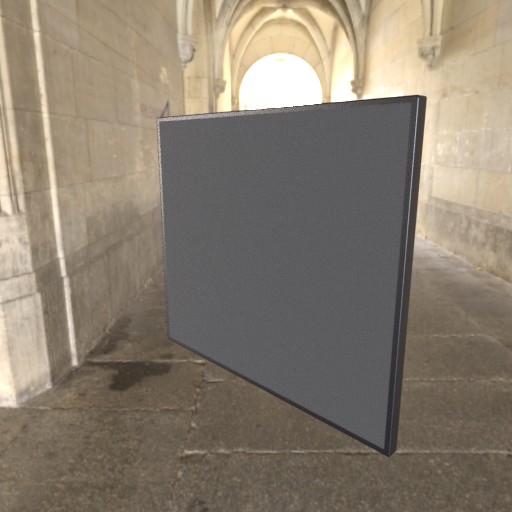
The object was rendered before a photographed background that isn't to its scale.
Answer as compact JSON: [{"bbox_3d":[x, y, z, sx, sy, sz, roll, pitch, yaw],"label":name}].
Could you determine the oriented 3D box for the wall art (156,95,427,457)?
[{"bbox_3d":[0.000,0.000,0.715,0.018,0.450,0.521,-13,19,-43],"label":"wall art"}]
